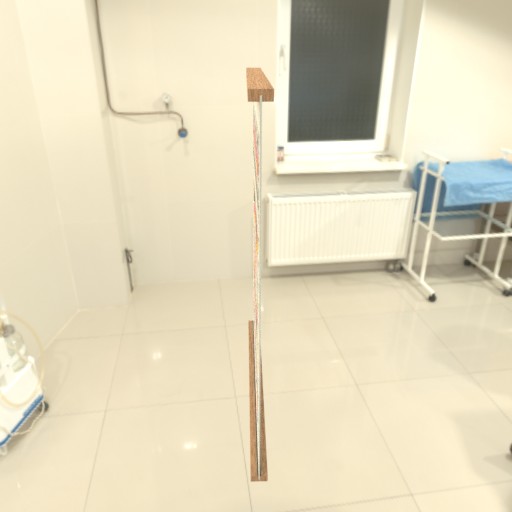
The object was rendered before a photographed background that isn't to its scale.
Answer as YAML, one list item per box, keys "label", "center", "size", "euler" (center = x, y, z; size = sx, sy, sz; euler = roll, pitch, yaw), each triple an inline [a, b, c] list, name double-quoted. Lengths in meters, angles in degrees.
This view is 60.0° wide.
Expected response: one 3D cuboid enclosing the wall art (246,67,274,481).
- label: "wall art"
  center: [0.000, 0.000, 0.805]
  size: [0.028, 0.609, 0.456]
  euler: [-1, 26, -1]
